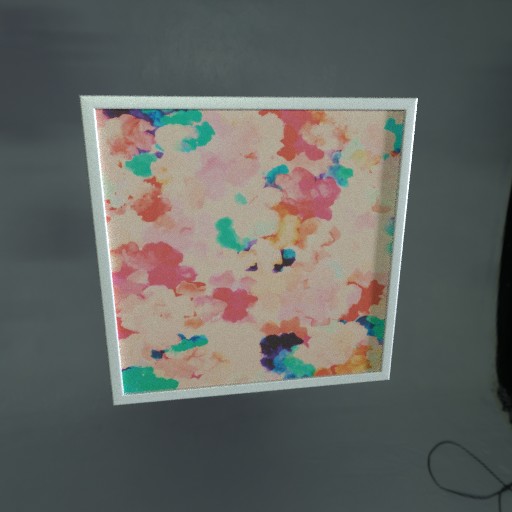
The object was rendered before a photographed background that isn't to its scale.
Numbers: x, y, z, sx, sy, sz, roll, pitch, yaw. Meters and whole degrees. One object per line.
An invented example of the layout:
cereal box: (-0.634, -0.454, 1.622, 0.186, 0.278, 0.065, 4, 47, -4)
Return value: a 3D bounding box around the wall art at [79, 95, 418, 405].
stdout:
wall art: (0.000, 0.000, 0.748, 0.506, 0.505, 0.038, -3, 17, -9)
